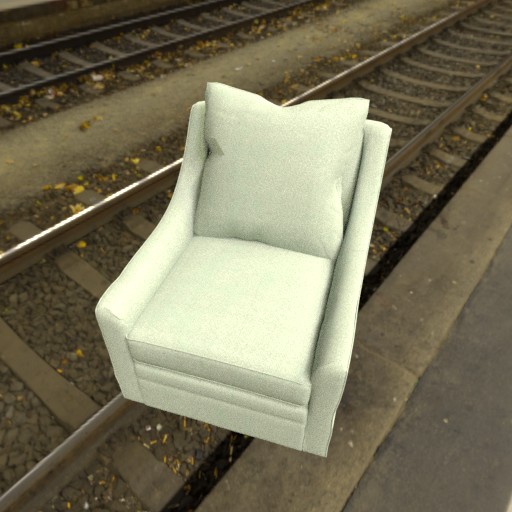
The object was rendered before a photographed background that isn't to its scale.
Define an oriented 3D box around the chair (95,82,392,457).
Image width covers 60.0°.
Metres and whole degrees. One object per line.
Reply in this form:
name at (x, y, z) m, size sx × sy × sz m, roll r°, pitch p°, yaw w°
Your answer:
chair at (0.000, 0.000, 1.570) m, size 0.760 × 0.926 × 0.870 m, roll 11°, pitch 42°, yaw 13°
